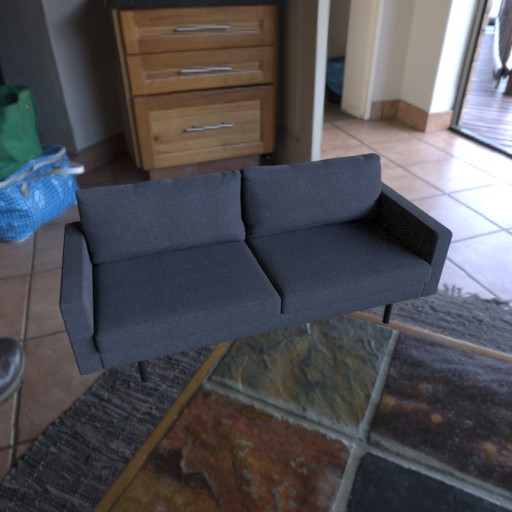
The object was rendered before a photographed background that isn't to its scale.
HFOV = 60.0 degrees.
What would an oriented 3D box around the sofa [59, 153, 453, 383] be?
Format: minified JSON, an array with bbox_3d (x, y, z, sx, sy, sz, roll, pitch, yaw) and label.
[{"bbox_3d":[0.000,0.000,2.652,2.100,0.880,0.880,-10,34,-15],"label":"sofa"}]
